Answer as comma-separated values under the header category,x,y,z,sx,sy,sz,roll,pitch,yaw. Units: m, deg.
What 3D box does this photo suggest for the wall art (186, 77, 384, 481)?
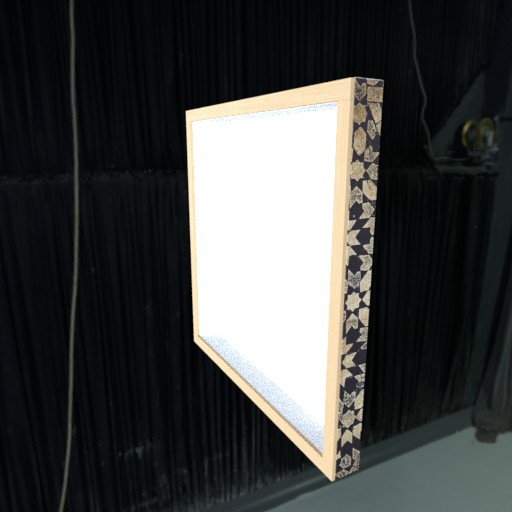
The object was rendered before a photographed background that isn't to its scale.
category,x,y,z,sx,sy,sz,roll,pitch,yaw
wall art,0.000,0.000,0.606,0.038,0.405,0.405,-7,16,-28
